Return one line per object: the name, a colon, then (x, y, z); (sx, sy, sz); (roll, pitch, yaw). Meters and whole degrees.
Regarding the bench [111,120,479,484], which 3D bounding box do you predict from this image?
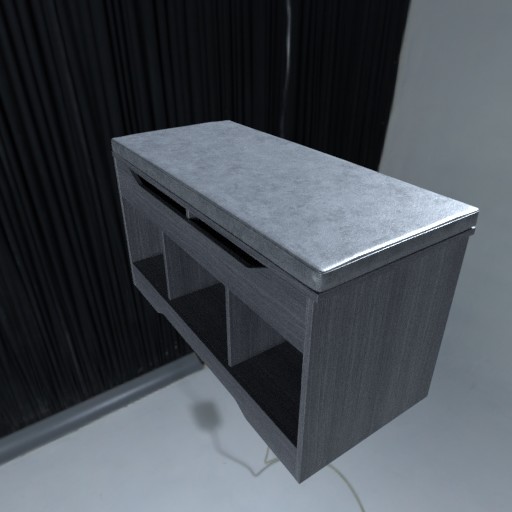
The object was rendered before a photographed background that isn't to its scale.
bench: (0.000, 0.000, 1.171); (0.401, 0.501, 0.905); (-19, 34, -30)
